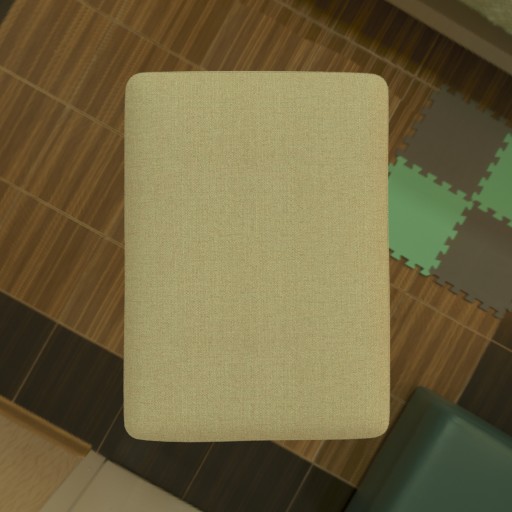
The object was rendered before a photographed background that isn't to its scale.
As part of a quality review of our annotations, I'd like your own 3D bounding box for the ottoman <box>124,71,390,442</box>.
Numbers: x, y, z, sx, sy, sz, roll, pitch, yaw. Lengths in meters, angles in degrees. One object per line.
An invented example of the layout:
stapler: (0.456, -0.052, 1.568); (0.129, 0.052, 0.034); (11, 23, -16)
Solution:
ottoman: (0.000, 0.000, 1.222); (0.637, 0.478, 0.885); (0, 90, -1)
